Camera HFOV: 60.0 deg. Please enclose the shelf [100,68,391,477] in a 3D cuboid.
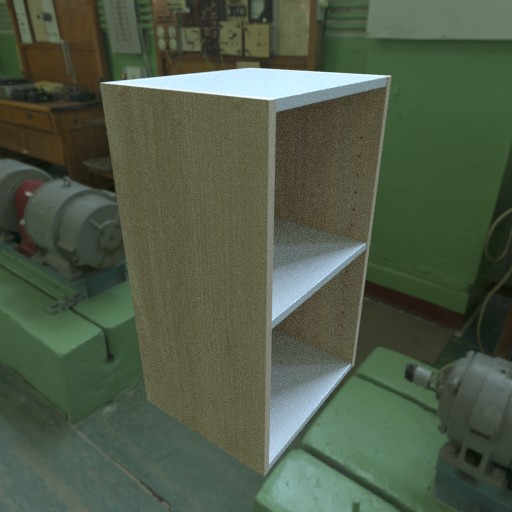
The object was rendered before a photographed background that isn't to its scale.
[{"bbox_3d":[0.000,0.000,0.806,0.290,0.600,0.350,19,32,32],"label":"shelf"}]
